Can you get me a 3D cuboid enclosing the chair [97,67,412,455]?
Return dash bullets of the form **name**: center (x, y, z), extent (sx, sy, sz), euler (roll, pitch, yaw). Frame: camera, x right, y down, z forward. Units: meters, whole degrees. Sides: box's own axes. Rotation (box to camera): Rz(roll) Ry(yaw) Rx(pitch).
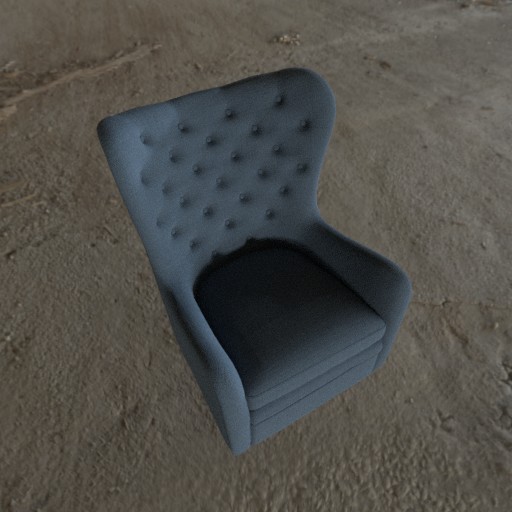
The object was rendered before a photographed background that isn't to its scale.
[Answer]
- **chair**: center (0.000, 0.000, 1.710), extent (0.831, 1.079, 0.930), euler (-24, 51, -21)
